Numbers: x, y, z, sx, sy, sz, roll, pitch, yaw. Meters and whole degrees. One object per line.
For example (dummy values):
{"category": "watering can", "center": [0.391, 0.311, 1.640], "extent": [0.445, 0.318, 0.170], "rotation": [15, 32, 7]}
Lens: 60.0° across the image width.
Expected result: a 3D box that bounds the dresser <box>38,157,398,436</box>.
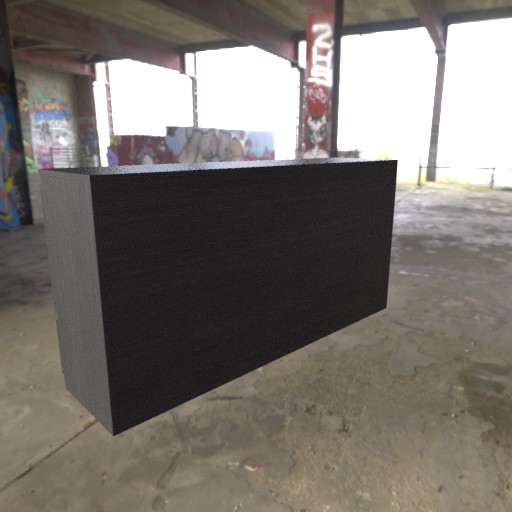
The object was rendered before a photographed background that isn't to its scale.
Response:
{"category": "dresser", "center": [0.000, 0.000, 1.938], "extent": [1.590, 0.795, 0.400], "rotation": [-13, 20, -42]}
